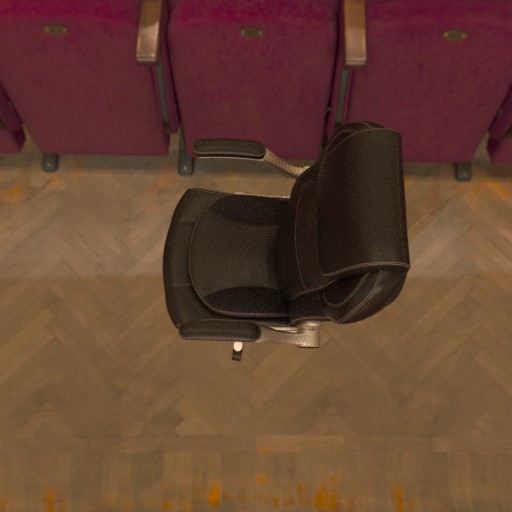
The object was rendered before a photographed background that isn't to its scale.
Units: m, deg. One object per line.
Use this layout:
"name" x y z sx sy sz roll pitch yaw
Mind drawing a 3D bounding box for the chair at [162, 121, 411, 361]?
"chair" 0.000 0.000 1.665 0.801 1.141 0.724 2 74 0
